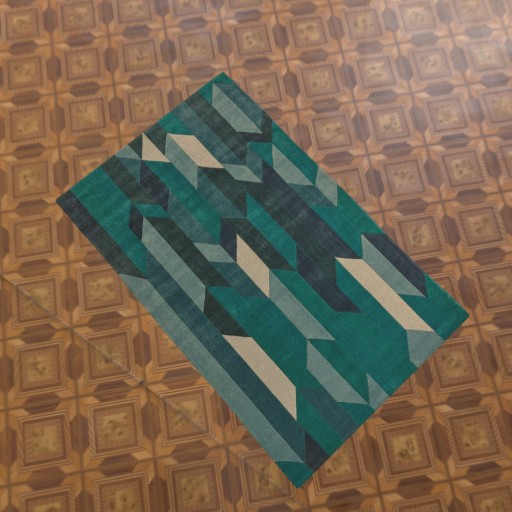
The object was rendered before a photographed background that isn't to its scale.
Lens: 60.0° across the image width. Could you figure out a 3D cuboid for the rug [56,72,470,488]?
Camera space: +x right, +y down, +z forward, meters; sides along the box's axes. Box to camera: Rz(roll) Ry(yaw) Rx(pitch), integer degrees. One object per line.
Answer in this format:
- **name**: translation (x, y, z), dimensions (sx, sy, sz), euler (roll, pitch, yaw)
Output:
- **rug**: translation (0.000, 0.000, 2.933), dimensions (1.528, 0.005, 2.420), euler (-41, 80, -9)
